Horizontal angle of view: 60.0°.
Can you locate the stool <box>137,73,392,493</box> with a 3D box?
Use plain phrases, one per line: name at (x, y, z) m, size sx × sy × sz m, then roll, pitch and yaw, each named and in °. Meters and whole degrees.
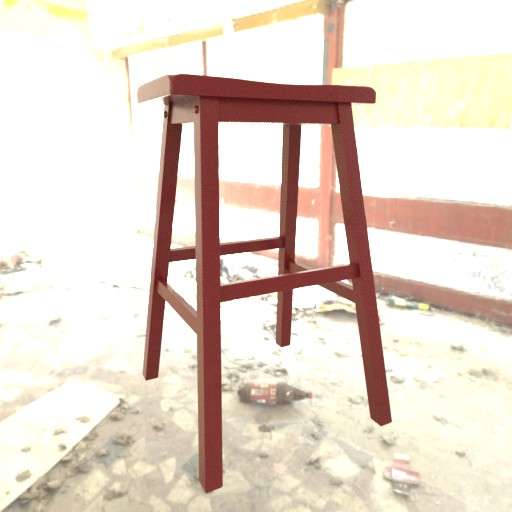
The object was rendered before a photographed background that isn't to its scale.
stool at (0.000, 0.000, 1.025) m, size 0.457 × 0.737 × 0.476 m, roll -8°, pitch 17°, yaw -27°
